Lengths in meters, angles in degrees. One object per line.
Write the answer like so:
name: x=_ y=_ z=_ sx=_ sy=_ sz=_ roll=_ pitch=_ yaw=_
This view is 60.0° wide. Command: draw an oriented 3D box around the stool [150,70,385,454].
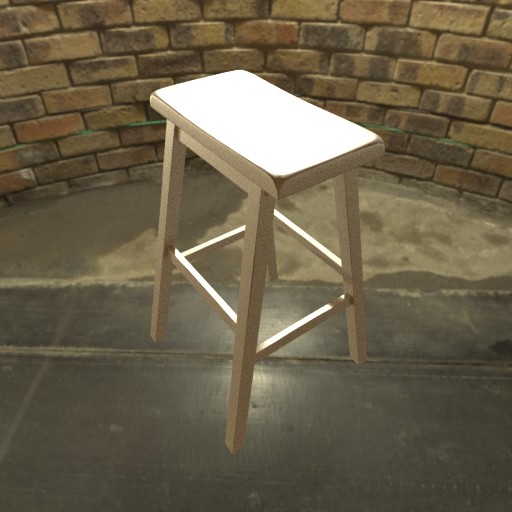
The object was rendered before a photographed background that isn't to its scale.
stool: x=0.000 y=0.000 z=1.097 sx=0.476 sy=0.737 sz=0.457 roll=-26 pitch=47 yaw=-26
